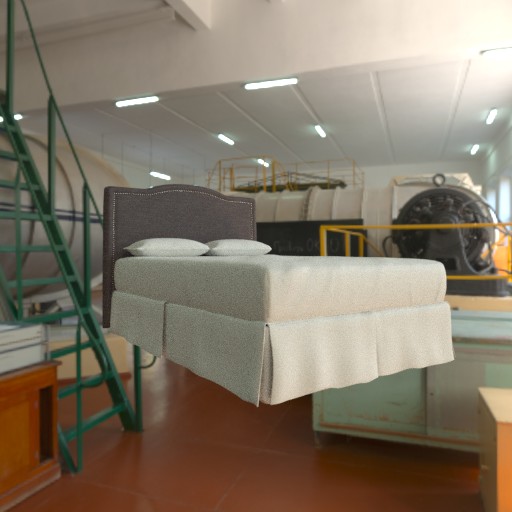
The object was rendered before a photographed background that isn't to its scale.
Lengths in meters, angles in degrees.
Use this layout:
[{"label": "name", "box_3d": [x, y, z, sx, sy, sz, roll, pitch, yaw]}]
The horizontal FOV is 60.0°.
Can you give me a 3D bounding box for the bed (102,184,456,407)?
[{"label": "bed", "box_3d": [0.000, 0.000, 3.592, 1.741, 1.441, 2.507, 0, 1, -35]}]
